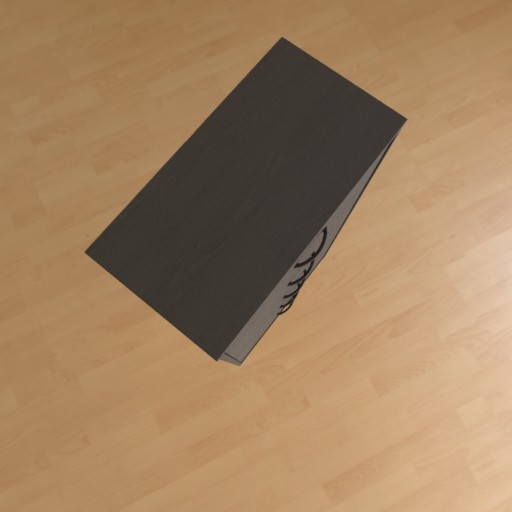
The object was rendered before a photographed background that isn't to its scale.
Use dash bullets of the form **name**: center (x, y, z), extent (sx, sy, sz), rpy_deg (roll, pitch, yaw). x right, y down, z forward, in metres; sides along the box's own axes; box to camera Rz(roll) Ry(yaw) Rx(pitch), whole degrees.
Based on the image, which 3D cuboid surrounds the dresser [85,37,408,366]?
- **dresser**: center (0.000, 0.000, 1.602), extent (0.399, 1.255, 0.704), rpy_deg (37, 78, 9)
